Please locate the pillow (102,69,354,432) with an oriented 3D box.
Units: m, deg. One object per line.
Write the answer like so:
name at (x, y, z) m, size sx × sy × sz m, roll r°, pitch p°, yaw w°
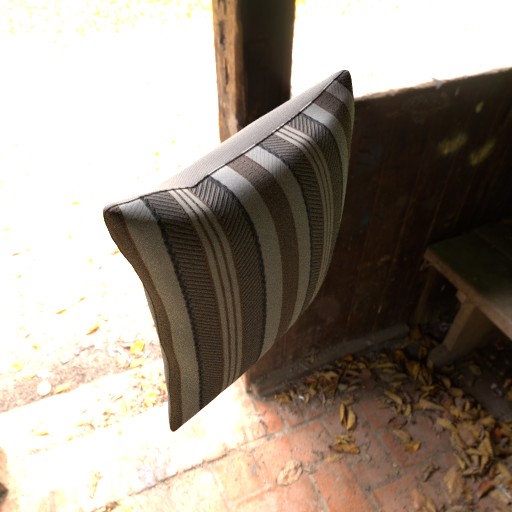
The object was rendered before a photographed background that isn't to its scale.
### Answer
pillow at (0.000, 0.000, 0.622) m, size 0.173 × 0.401 × 0.416 m, roll 28°, pitch 49°, yaw 27°
